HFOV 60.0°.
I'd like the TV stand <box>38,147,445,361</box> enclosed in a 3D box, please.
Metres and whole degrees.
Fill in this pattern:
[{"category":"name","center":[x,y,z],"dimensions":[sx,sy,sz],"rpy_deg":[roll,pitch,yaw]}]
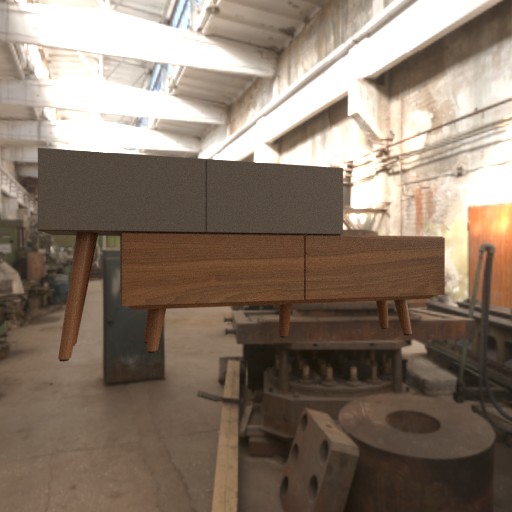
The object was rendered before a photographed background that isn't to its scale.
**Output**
[{"category":"TV stand","center":[0.000,0.000,1.546],"dimensions":[1.336,0.591,0.329],"rpy_deg":[0,0,-18]}]
